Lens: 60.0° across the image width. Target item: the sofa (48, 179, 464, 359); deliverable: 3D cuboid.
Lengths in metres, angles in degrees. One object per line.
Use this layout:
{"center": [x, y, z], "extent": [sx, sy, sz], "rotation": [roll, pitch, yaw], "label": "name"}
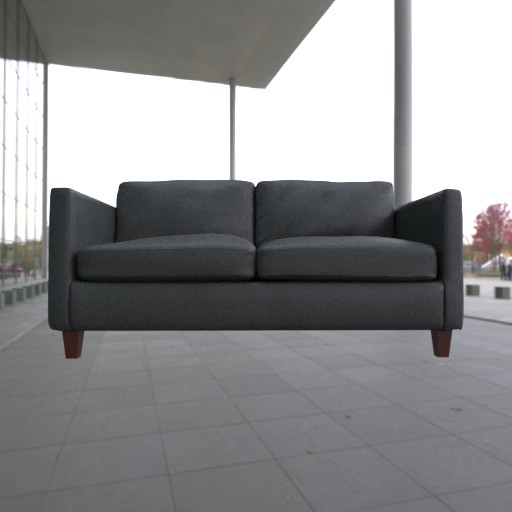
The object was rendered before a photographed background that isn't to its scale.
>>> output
{"center": [0.000, 0.000, 2.426], "extent": [1.883, 0.933, 0.951], "rotation": [0, -1, -1], "label": "sofa"}
